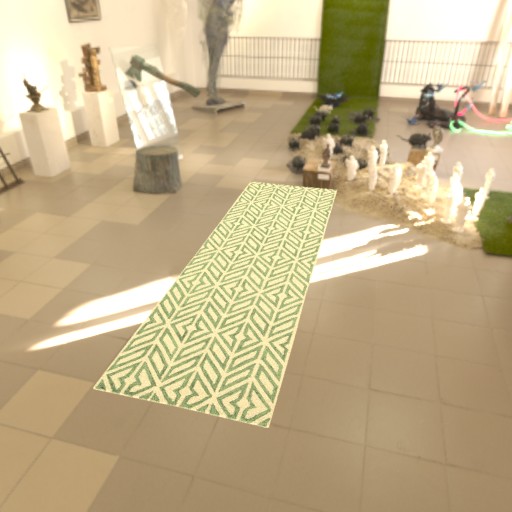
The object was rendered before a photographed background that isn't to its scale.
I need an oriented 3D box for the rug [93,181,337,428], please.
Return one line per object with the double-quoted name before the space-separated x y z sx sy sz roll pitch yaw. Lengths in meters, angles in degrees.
"rug" 0.000 0.000 2.764 0.750 0.009 2.435 8 31 13
